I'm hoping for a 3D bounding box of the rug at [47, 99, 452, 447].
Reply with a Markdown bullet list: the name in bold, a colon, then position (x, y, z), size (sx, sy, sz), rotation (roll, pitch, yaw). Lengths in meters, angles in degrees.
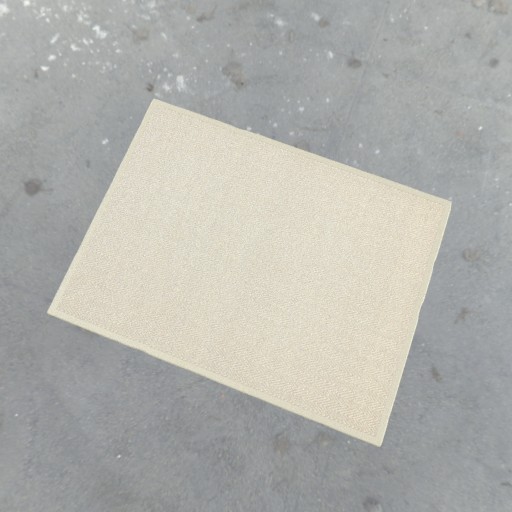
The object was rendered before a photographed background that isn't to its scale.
- **rug**: position (0.000, 0.000, 4.799), size (3.659, 0.037, 2.734), rotation (20, 77, 5)
